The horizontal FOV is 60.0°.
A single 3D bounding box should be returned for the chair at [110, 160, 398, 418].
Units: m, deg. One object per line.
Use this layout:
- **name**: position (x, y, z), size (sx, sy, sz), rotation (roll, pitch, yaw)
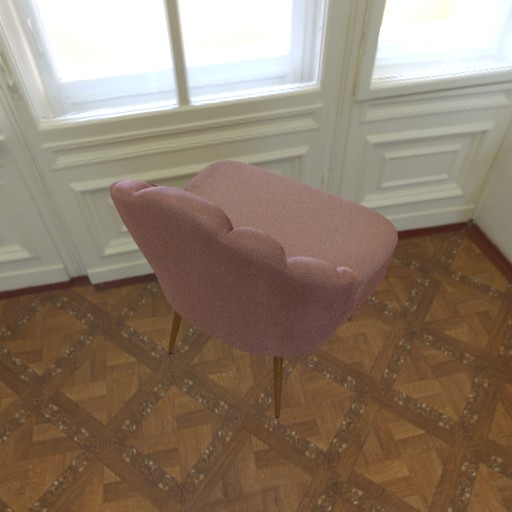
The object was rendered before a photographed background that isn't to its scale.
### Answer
- **chair**: position (0.000, 0.000, 1.253), size (0.657, 0.819, 0.599), rotation (25, 52, 21)
